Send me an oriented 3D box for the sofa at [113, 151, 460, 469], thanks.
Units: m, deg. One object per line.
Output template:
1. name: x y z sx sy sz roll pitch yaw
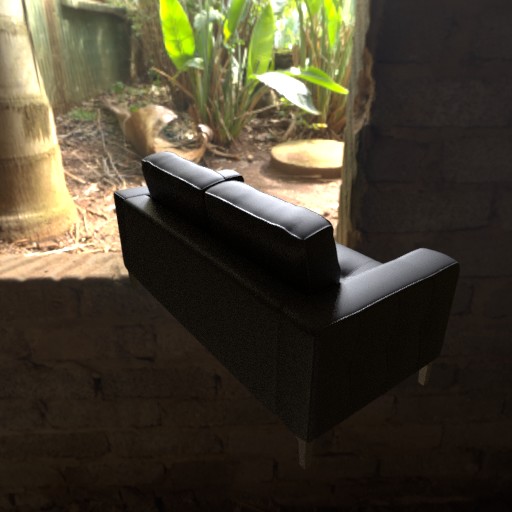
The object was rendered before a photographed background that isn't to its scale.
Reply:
1. sofa: 0.000 0.000 2.248 0.833 0.893 1.726 -18 32 -32
